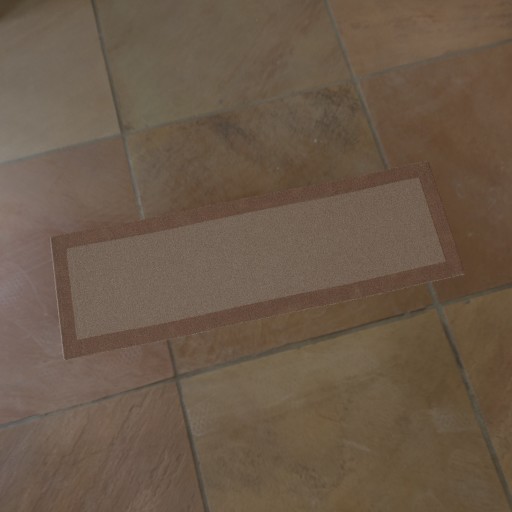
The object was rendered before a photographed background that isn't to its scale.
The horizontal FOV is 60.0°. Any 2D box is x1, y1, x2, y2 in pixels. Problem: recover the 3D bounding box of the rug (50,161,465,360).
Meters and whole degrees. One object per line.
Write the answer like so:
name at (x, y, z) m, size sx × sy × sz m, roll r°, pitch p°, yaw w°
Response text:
rug at (0.000, 0.000, 2.701) m, size 2.430 × 0.012 × 0.767 m, roll -12°, pitch 77°, yaw -3°
